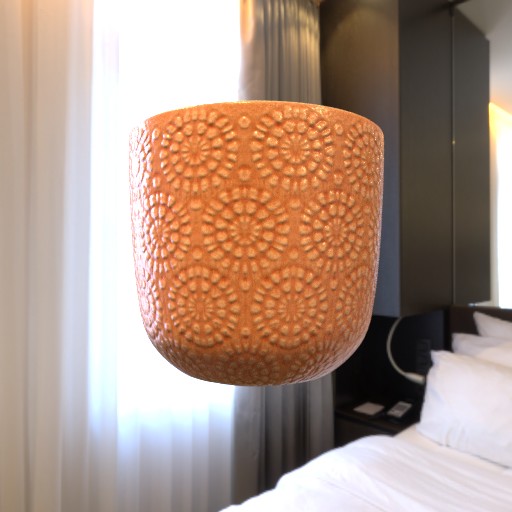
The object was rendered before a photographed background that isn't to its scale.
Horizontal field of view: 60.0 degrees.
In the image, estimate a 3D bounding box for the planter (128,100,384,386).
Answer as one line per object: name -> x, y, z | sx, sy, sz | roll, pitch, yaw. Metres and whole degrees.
planter -> 0.000, 0.000, 0.374 | 0.208, 0.190, 0.208 | 0, 0, 0
